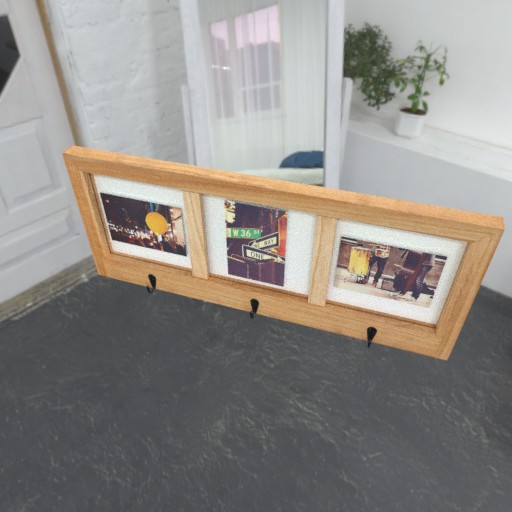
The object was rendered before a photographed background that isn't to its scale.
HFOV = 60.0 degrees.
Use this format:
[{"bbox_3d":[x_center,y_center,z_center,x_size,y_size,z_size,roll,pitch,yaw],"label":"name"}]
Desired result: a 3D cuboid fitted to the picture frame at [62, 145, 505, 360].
[{"bbox_3d":[0.000,0.000,0.637,0.582,0.234,0.045,12,41,14],"label":"picture frame"}]
